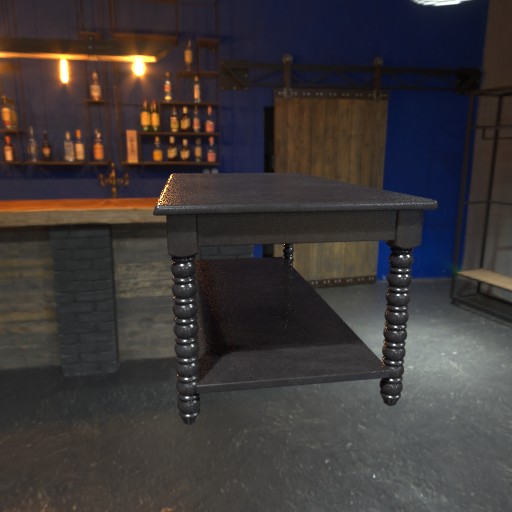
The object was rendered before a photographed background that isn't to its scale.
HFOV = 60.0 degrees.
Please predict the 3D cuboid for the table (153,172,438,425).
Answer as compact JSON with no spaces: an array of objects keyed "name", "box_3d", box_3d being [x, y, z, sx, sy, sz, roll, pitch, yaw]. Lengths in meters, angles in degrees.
[{"name":"table","box_3d":[0.000,0.000,1.476,0.580,0.487,1.171,-2,14,-9]}]
